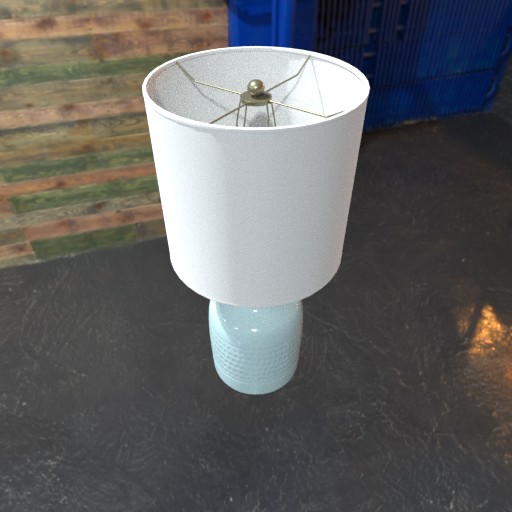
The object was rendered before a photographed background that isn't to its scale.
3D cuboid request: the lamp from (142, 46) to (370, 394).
[{"bbox_3d":[0.000,0.000,1.113,0.418,0.871,0.418,-11,42,-12],"label":"lamp"}]
